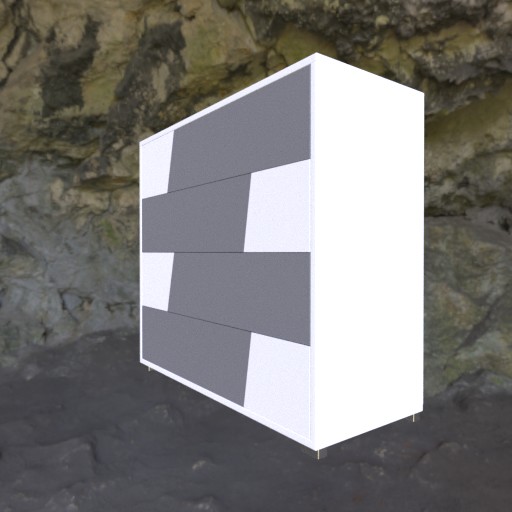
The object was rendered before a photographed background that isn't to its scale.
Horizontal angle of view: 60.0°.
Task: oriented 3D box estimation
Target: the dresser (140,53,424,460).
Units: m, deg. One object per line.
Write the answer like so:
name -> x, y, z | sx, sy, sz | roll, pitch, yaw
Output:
dresser -> 0.000, 0.000, 1.659 | 0.460, 1.000, 1.100 | 0, 1, -37
